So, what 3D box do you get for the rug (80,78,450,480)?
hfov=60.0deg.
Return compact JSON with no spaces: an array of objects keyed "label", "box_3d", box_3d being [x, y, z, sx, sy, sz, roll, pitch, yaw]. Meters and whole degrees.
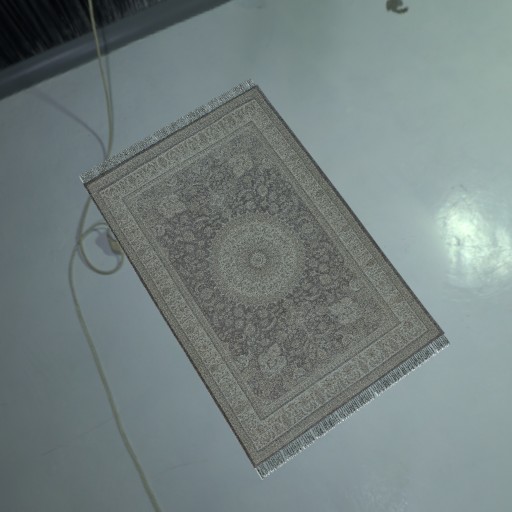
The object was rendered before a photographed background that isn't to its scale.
[{"label":"rug","box_3d":[0.000,0.000,3.102,1.528,0.010,2.440,-32,78,-8]}]
